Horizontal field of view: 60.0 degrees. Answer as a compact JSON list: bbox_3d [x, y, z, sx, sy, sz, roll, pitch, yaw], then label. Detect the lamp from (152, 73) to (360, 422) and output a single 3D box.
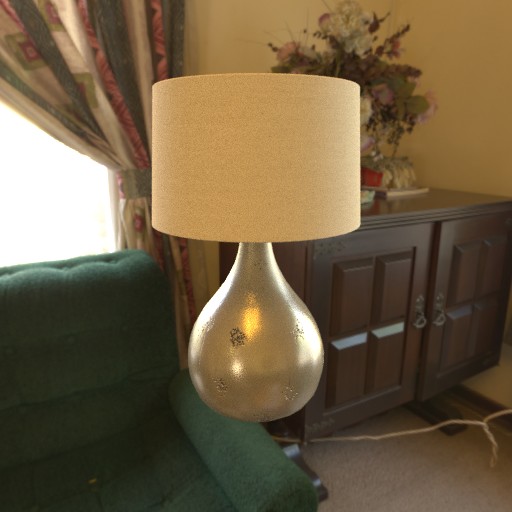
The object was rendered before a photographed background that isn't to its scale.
[{"bbox_3d":[0.000,0.000,0.734,0.330,0.521,0.330,0,14,0],"label":"lamp"}]
